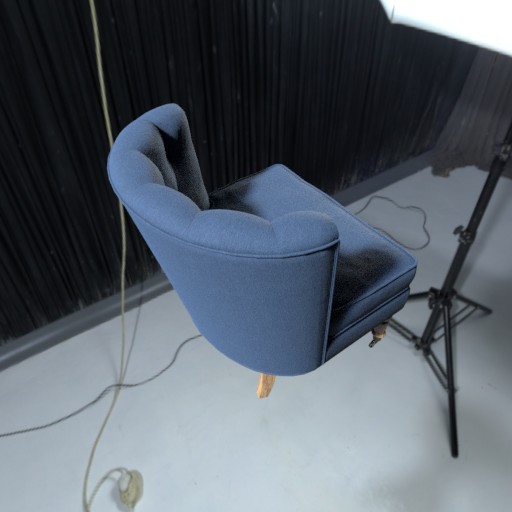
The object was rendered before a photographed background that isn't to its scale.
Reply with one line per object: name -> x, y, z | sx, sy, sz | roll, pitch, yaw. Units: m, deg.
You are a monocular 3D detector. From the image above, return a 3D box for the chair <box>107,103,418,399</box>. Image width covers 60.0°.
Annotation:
chair -> 0.000, 0.000, 1.358 | 0.718, 0.771, 0.740 | -26, 48, -25
